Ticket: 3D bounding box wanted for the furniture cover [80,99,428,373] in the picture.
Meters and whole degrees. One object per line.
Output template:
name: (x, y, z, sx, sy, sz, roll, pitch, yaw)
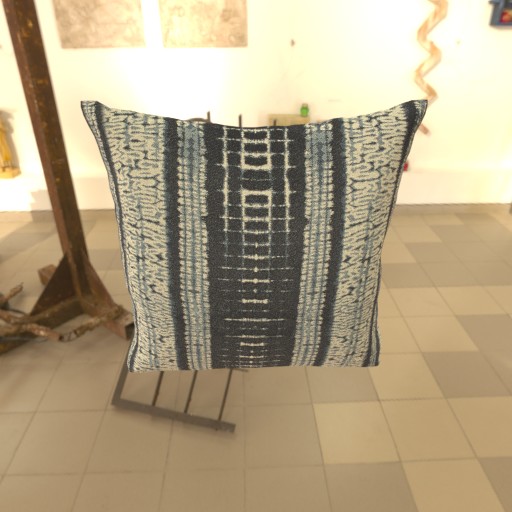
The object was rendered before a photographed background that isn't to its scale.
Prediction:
furniture cover: (0.000, 0.000, 0.644, 0.425, 0.435, 0.133, -1, 29, -2)
